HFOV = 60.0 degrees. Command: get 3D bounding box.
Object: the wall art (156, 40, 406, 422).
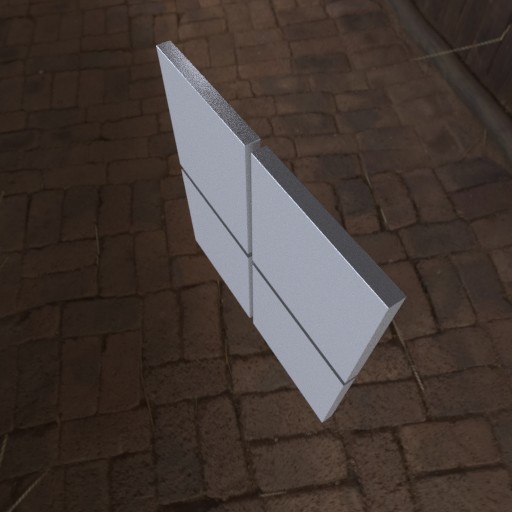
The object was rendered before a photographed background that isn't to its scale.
[{"bbox_3d":[0.000,0.000,0.912,0.029,0.611,0.611,-29,62,-17],"label":"wall art"}]
